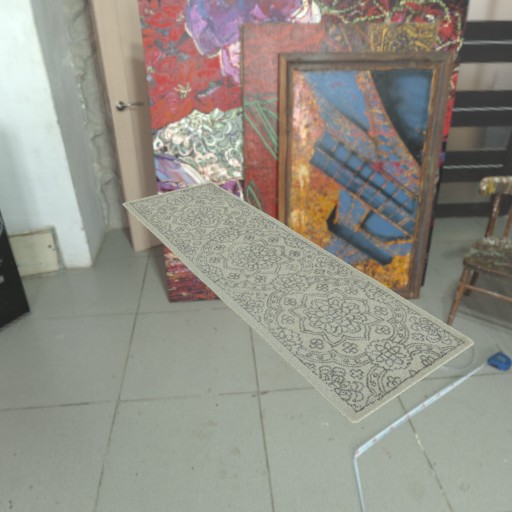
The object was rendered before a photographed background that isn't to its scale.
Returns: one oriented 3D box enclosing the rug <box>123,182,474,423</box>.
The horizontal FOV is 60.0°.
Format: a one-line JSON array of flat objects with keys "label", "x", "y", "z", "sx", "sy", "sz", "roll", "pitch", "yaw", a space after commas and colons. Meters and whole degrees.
[{"label": "rug", "x": 0.000, "y": 0.000, "z": 2.711, "sx": 0.806, "sy": 0.006, "sz": 2.431, "roll": -20, "pitch": 36, "yaw": -29}]
